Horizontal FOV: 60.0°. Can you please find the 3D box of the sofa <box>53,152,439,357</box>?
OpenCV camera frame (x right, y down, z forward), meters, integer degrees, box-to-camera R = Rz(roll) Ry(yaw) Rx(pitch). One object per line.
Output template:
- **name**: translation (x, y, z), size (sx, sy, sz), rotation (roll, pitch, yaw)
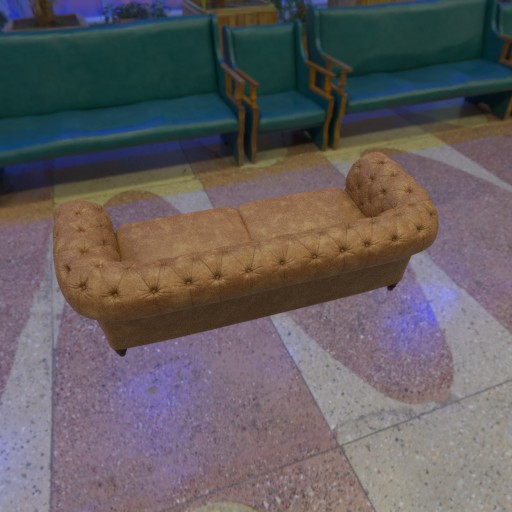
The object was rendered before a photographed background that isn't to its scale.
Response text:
- **sofa**: translation (0.000, 0.000, 2.871), size (2.365, 0.760, 0.989), rotation (-12, 41, -14)
